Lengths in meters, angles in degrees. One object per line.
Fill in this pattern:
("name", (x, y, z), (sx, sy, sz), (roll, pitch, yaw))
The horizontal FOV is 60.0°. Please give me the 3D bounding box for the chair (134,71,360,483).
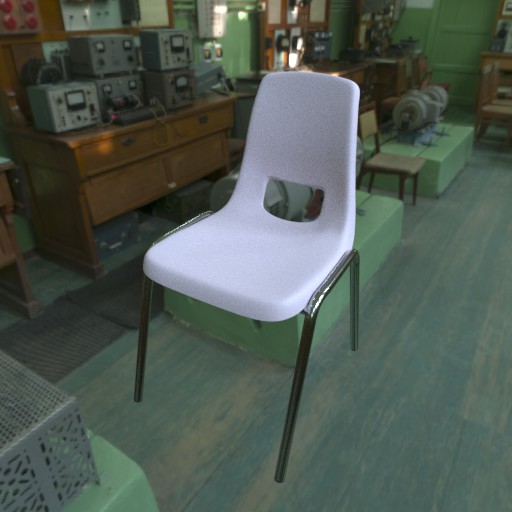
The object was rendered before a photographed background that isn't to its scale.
("chair", (0.000, 0.000, 0.902), (0.381, 0.653, 0.436), (17, 34, 27))
